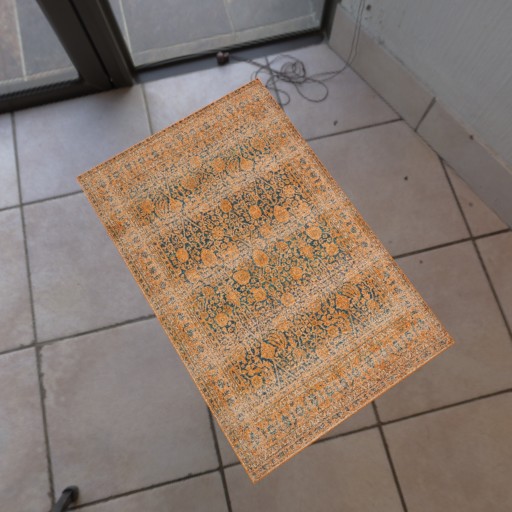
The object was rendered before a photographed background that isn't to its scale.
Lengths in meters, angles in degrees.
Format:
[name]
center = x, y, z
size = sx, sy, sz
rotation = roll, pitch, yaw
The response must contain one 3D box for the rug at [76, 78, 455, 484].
[rug]
center = 0.000, 0.000, 2.978
size = 1.525, 0.007, 2.336
rotation = -32, 77, -8
